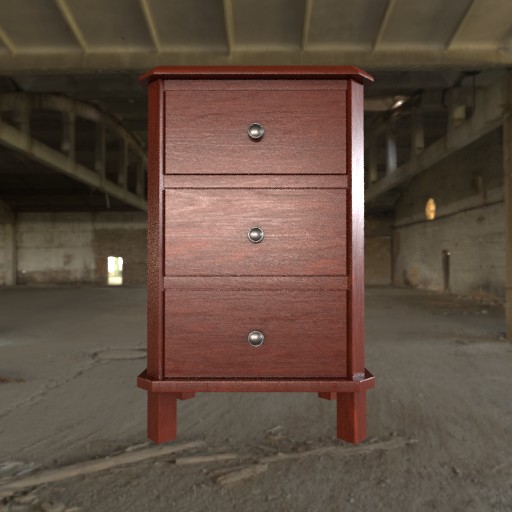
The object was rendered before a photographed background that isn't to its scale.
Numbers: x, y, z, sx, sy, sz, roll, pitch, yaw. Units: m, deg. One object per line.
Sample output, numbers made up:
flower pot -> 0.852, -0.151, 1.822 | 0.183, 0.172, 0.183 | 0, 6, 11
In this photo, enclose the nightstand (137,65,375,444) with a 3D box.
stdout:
nightstand -> 0.000, 0.000, 0.951 | 0.435, 0.681, 0.351 | 0, -1, 0
